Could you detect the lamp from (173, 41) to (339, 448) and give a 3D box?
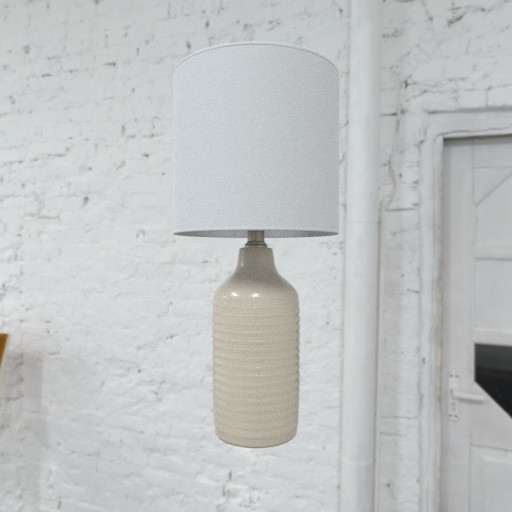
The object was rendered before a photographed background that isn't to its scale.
[{"bbox_3d":[0.000,0.000,0.599,0.220,0.475,0.220,0,0,-1],"label":"lamp"}]
